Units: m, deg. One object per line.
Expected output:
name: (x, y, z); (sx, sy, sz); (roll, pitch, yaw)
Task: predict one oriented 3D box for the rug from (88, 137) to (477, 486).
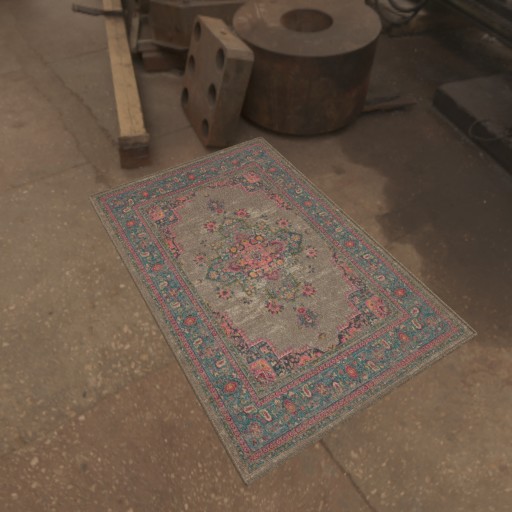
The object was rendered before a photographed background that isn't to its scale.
rug: (0.000, 0.000, 2.177); (1.144, 0.014, 1.748); (-24, 52, -20)
